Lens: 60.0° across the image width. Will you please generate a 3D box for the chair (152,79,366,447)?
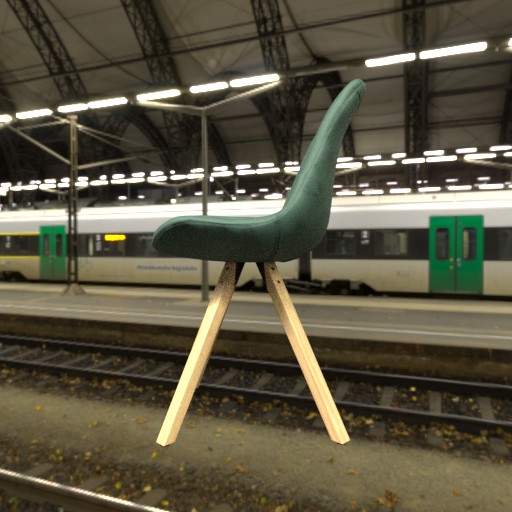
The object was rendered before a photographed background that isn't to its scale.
[{"bbox_3d":[0.000,0.000,1.216,0.547,0.865,0.483,0,1,0],"label":"chair"}]
